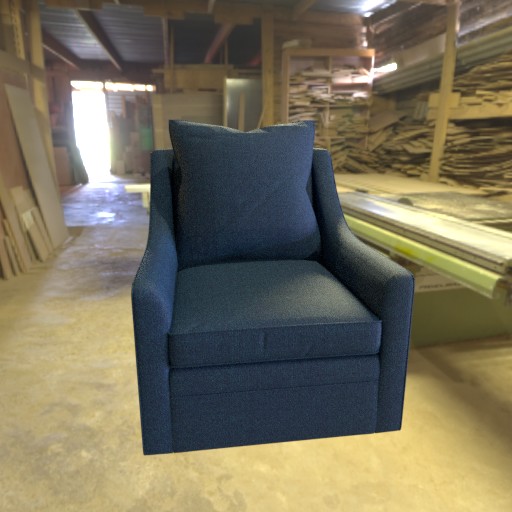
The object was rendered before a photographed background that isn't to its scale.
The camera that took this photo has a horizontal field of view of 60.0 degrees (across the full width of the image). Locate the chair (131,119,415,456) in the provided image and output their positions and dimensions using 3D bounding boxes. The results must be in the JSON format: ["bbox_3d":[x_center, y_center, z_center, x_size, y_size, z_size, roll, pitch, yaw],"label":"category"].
[{"bbox_3d":[0.000,0.000,1.561,0.750,0.939,0.870,-2,15,-8],"label":"chair"}]
